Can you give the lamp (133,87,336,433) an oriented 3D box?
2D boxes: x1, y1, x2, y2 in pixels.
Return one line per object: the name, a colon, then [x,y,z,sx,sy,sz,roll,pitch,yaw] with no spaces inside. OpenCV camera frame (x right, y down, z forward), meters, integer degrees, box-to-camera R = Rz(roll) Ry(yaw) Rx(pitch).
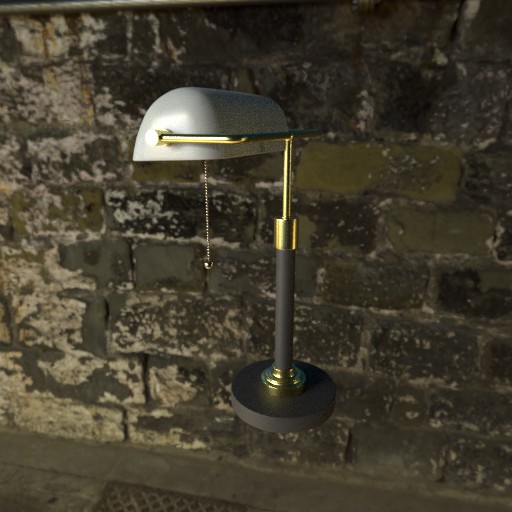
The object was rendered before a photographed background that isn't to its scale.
lamp: [0.000,0.000,0.574,0.227,0.404,0.269,8,19,24]
